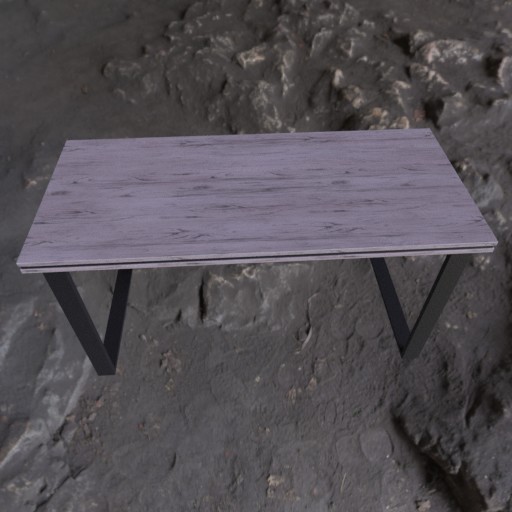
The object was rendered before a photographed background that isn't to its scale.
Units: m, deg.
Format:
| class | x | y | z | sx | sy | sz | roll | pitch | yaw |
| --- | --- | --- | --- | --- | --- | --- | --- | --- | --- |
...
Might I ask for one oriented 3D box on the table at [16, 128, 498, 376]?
| class | x | y | z | sx | sy | sz | roll | pitch | yaw |
| --- | --- | --- | --- | --- | --- | --- | --- | --- | --- |
| table | 0.000 | 0.000 | 2.230 | 1.778 | 0.899 | 0.795 | -3 | 47 | -2 |
